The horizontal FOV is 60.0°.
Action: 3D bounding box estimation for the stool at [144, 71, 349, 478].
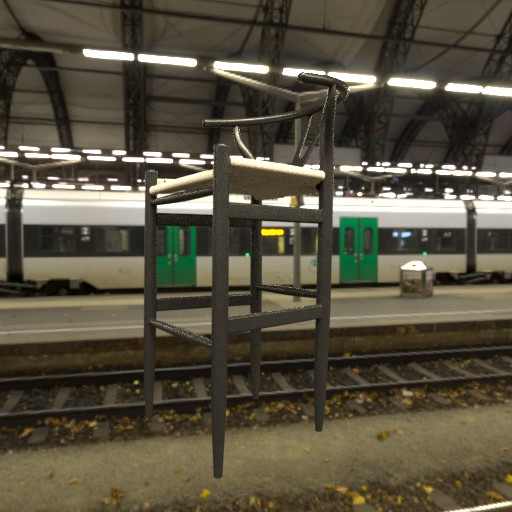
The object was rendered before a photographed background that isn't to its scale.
[{"bbox_3d":[0.000,0.000,1.427,0.579,1.072,0.569,-1,2,-35],"label":"stool"}]
